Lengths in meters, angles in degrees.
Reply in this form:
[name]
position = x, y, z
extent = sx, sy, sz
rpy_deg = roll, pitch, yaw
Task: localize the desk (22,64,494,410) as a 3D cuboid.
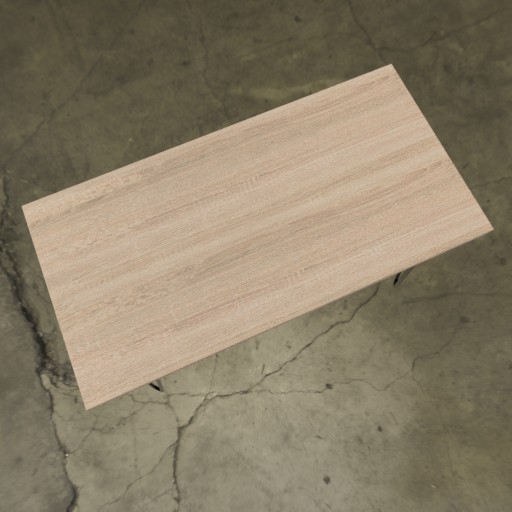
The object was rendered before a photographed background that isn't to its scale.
[desk]
position = 0.000, 0.000, 1.357
extent = 0.991, 0.660, 0.499
rpy_deg = -23, 75, -6
